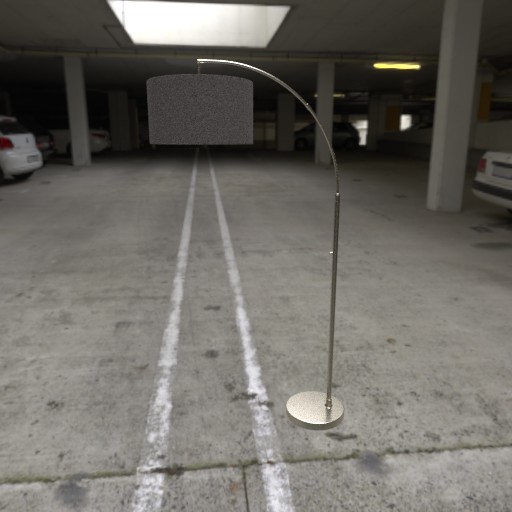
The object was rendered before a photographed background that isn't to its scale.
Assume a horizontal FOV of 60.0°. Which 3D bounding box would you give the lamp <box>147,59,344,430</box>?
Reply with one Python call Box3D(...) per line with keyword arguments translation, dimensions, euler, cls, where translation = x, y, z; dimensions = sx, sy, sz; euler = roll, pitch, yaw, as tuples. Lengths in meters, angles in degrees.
Box3D(translation=(0.000, 0.000, 2.118), dimensions=(0.934, 1.735, 0.452), euler=(-2, 13, -7), cls="lamp")
